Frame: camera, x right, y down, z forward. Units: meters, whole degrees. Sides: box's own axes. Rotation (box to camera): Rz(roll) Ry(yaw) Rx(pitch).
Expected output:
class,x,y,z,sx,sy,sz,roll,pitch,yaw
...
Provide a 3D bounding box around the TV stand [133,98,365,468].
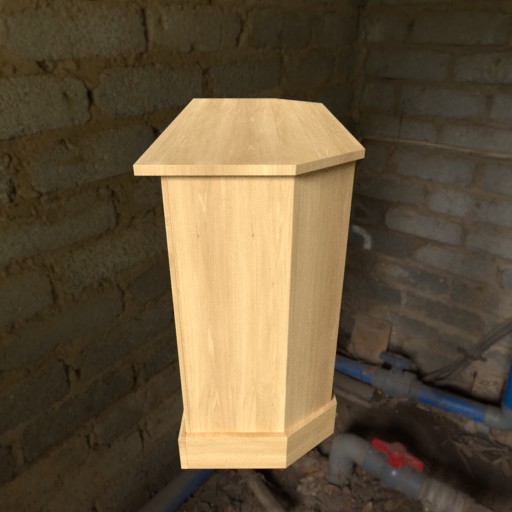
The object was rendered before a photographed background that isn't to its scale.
class,x,y,z,sx,sy,sz,roll,pitch,yaw
TV stand,0.000,0.000,1.318,0.425,0.781,0.851,0,27,0
